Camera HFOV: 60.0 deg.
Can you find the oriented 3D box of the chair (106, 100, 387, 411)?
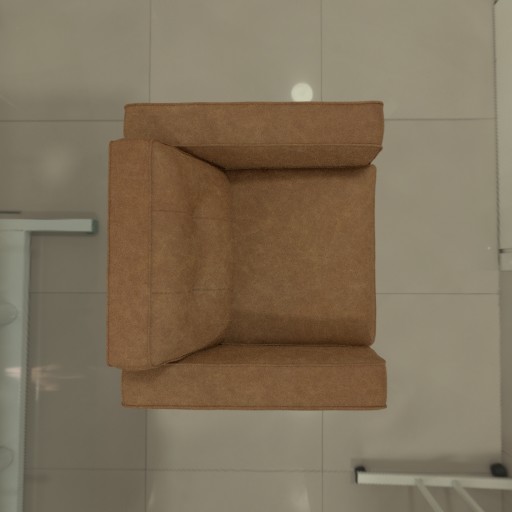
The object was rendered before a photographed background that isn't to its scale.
[{"bbox_3d":[0.000,0.000,1.730,0.952,0.782,1.118,0,88,1],"label":"chair"}]
